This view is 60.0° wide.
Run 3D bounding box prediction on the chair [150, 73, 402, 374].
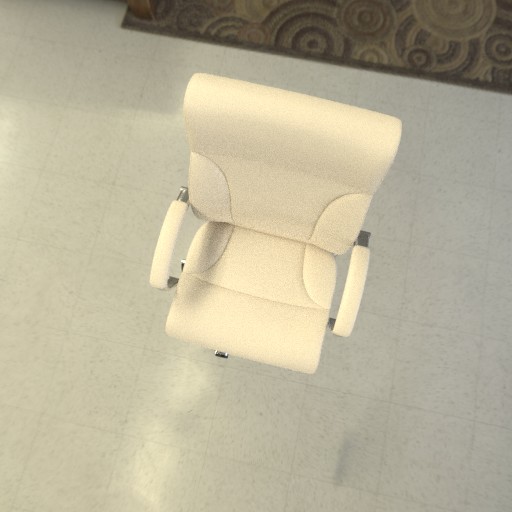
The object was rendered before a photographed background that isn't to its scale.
[{"bbox_3d":[0.000,0.000,1.581,0.727,1.099,0.745,14,77,3],"label":"chair"}]
